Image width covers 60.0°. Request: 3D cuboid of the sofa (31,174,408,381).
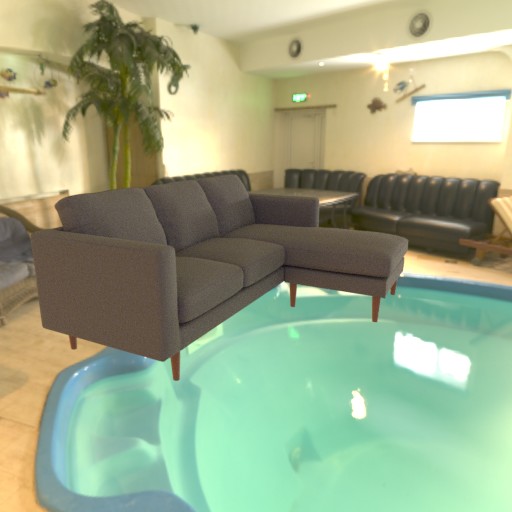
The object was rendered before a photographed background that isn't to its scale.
[{"bbox_3d":[0.000,0.000,2.855,1.591,0.897,2.031,8,17,27],"label":"sofa"}]
